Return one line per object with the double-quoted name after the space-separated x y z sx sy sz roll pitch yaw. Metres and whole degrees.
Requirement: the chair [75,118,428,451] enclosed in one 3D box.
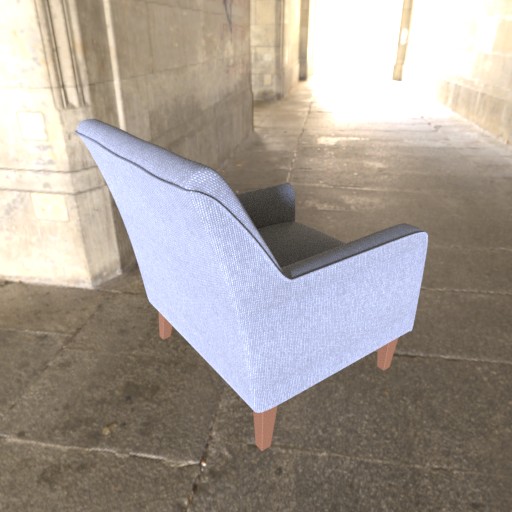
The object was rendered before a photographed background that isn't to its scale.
0.000 0.000 1.567 0.899 0.919 0.780 -18 32 -32 "chair"
